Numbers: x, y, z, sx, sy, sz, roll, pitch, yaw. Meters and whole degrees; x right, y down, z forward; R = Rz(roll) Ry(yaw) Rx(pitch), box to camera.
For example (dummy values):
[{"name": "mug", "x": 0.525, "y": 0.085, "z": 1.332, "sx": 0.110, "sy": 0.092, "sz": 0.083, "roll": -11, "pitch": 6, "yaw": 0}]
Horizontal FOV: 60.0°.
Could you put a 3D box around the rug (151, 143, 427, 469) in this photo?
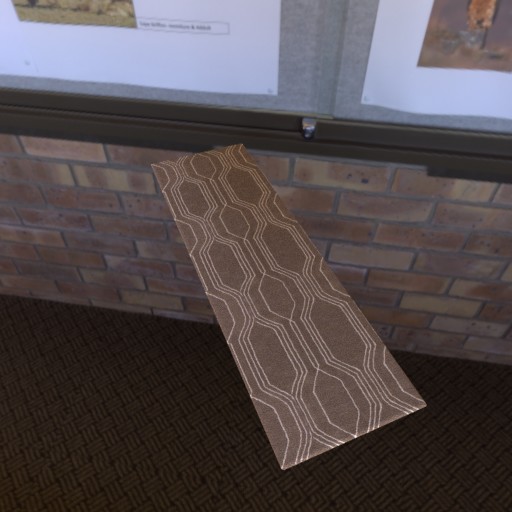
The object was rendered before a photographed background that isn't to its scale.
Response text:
[{"name": "rug", "x": 0.000, "y": 0.000, "z": 2.822, "sx": 0.773, "sy": 0.012, "sz": 2.464, "roll": -17, "pitch": 49, "yaw": -15}]
